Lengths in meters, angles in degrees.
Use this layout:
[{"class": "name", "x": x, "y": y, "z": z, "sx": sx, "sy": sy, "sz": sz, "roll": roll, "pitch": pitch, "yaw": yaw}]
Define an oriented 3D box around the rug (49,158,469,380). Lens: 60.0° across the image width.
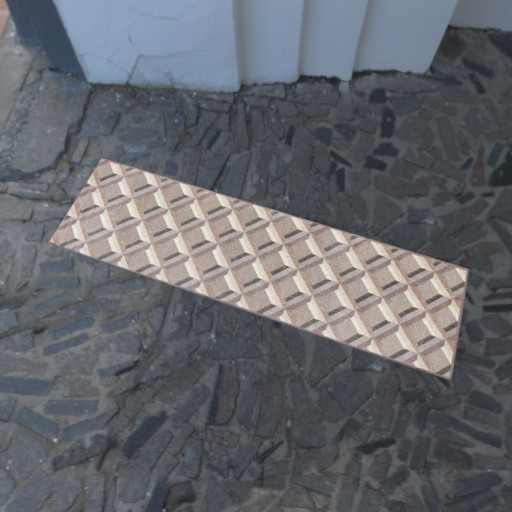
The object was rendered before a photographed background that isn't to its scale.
[{"class": "rug", "x": 0.000, "y": 0.000, "z": 2.656, "sx": 2.437, "sy": 0.013, "sz": 0.685, "roll": 18, "pitch": 66, "yaw": 8}]
